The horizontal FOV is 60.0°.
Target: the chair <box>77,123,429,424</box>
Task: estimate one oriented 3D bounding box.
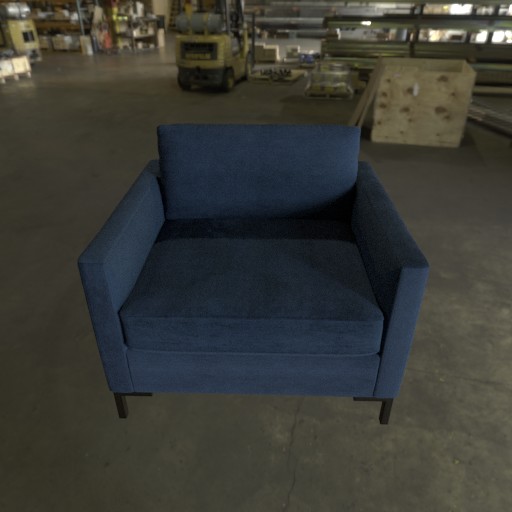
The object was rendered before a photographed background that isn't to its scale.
[{"bbox_3d":[0.000,0.000,1.619,0.964,0.812,0.875,1,31,1],"label":"chair"}]
